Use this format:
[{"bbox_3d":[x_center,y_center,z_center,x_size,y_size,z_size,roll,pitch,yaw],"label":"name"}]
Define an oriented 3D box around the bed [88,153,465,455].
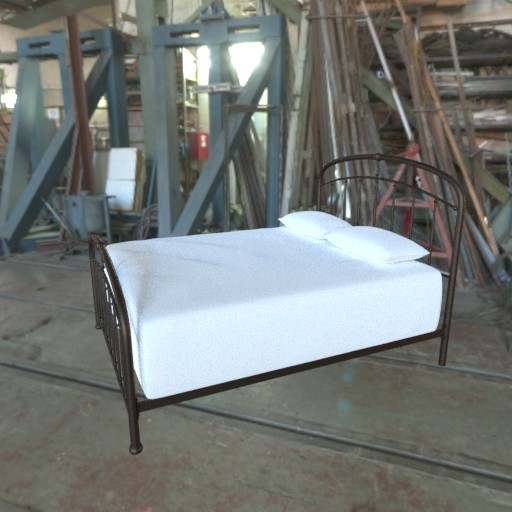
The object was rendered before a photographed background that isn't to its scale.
[{"bbox_3d":[0.000,0.000,3.218,2.180,1.425,1.711,-7,17,-24],"label":"bed"}]
